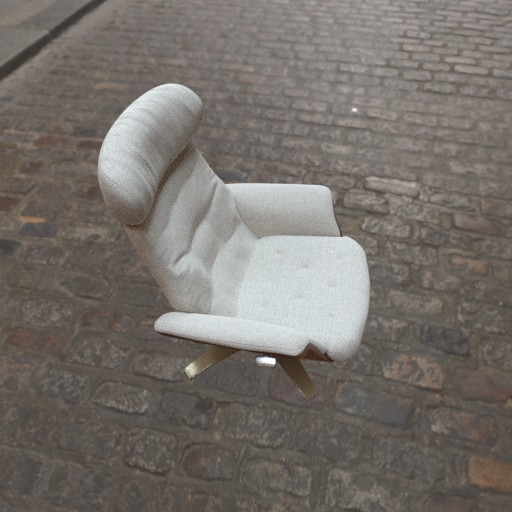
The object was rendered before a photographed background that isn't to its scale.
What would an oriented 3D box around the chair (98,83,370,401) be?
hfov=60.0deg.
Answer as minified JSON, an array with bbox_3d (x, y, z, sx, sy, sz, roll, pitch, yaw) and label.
[{"bbox_3d":[0.000,0.000,1.552,0.837,0.995,0.785,10,48,9],"label":"chair"}]
